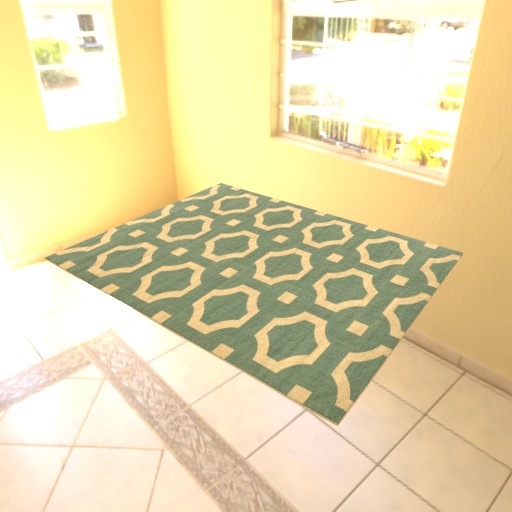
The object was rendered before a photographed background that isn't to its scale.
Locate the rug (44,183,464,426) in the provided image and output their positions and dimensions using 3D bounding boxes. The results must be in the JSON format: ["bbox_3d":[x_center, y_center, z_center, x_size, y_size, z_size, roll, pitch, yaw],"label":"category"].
[{"bbox_3d":[0.000,0.000,4.126,3.049,0.021,2.466,21,36,32],"label":"rug"}]
